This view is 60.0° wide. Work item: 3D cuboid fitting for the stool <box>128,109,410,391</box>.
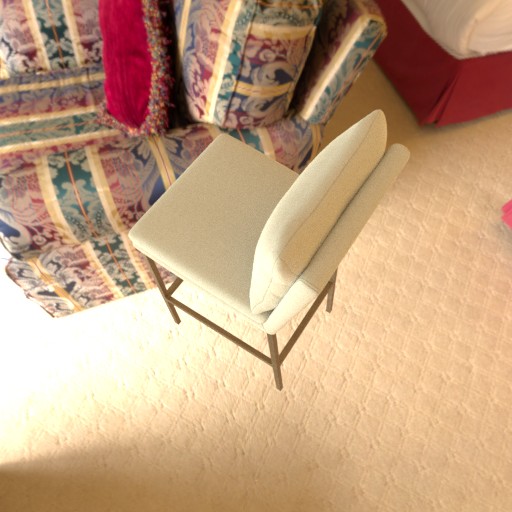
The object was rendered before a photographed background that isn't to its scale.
[{"bbox_3d":[0.000,0.000,1.432,0.572,1.125,0.463,31,67,15],"label":"stool"}]
